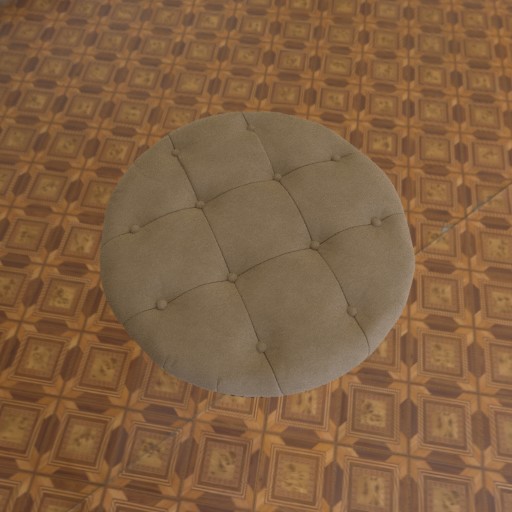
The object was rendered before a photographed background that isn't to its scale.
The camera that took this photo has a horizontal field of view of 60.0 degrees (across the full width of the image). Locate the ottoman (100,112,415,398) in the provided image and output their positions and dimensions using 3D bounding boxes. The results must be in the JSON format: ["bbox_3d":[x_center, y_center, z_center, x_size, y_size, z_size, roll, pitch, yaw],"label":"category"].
[{"bbox_3d":[0.000,0.000,1.391,0.901,0.439,0.901,0,63,0],"label":"ottoman"}]
